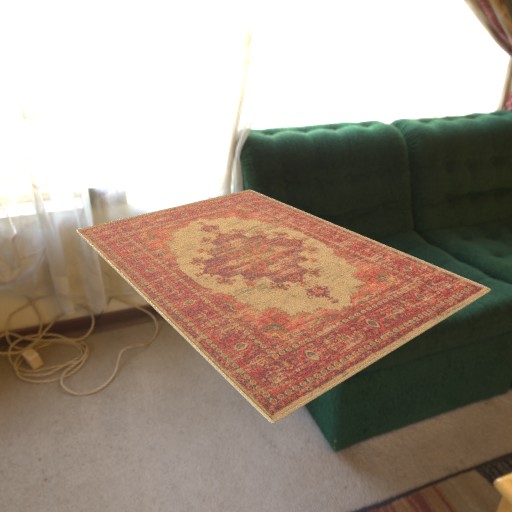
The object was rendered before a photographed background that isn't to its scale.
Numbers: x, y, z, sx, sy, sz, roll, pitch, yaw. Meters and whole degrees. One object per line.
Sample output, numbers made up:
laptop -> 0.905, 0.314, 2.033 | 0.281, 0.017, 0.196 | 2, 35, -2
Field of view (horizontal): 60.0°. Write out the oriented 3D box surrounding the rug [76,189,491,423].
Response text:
rug -> 0.000, 0.000, 2.805 | 1.555, 0.011, 2.232 | -19, 32, -33
